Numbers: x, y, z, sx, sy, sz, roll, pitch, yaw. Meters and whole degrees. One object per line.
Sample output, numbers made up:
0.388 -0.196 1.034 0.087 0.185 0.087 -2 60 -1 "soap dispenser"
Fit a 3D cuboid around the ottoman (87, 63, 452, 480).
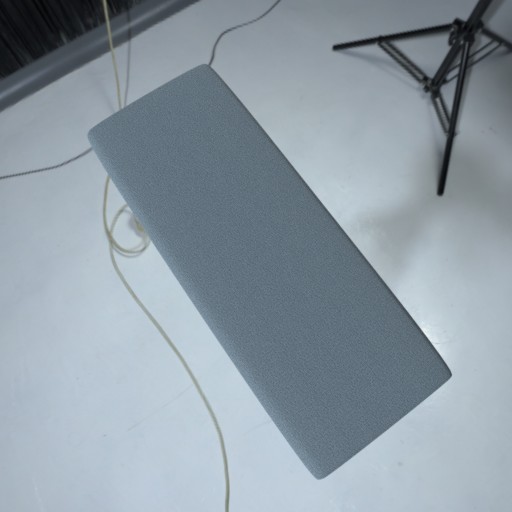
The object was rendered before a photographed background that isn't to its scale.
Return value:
0.000 0.000 1.853 0.646 0.393 1.609 -34 77 -9 "ottoman"
